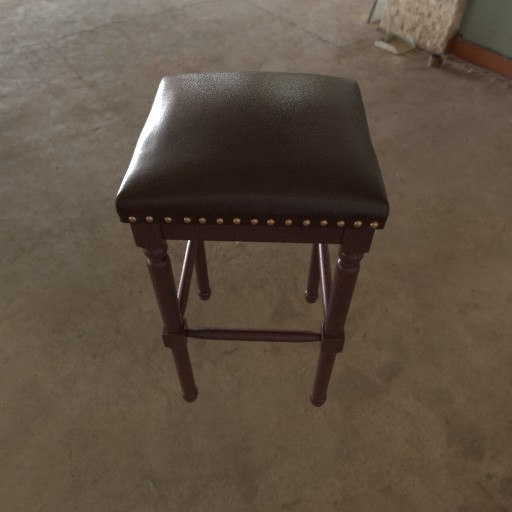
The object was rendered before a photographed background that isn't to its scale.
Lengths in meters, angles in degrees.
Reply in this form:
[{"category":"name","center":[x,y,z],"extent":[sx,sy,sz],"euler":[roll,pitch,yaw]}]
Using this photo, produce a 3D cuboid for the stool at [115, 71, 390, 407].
[{"category":"stool","center":[0.000,0.000,0.951],"extent":[0.383,0.702,0.382],"euler":[2,47,1]}]
